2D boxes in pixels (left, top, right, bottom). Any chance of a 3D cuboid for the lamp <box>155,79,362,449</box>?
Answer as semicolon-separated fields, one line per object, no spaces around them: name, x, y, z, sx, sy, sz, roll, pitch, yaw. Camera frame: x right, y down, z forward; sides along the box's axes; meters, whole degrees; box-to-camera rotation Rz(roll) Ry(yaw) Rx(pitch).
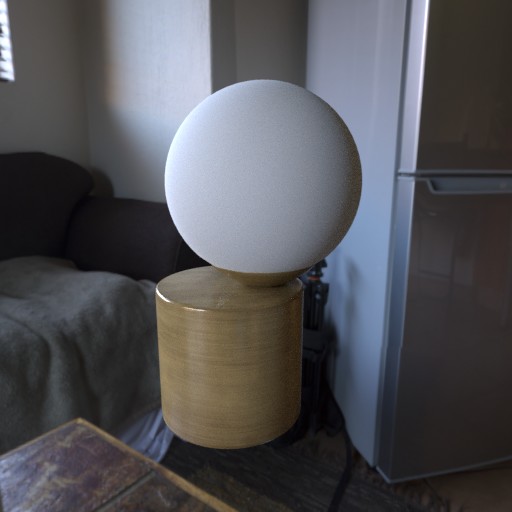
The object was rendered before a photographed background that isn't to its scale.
lamp;0.000;0.000;0.337;0.152;0.250;0.141;-2;14;-7
